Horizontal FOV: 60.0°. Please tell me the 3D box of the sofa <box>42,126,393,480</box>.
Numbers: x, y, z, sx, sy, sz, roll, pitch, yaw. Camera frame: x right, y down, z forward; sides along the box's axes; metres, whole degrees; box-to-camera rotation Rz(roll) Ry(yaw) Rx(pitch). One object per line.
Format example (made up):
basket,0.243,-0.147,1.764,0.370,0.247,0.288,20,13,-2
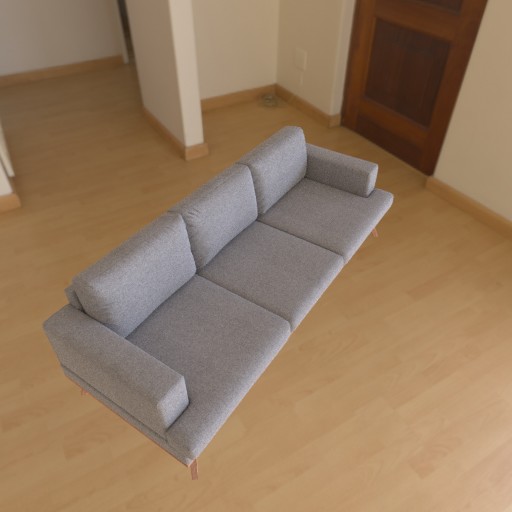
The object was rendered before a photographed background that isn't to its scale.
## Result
sofa,0.000,0.000,2.726,0.920,0.810,2.310,24,47,25
